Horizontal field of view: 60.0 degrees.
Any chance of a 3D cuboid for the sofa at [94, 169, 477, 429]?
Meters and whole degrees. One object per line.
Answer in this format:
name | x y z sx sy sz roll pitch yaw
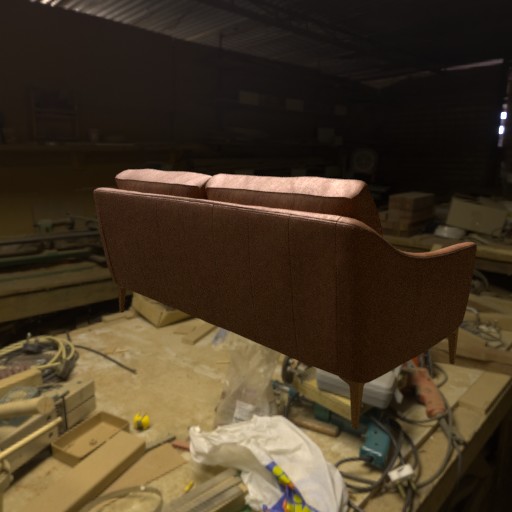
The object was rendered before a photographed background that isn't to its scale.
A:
sofa | 0.000 0.000 2.486 2.036 0.945 0.981 13 18 43
